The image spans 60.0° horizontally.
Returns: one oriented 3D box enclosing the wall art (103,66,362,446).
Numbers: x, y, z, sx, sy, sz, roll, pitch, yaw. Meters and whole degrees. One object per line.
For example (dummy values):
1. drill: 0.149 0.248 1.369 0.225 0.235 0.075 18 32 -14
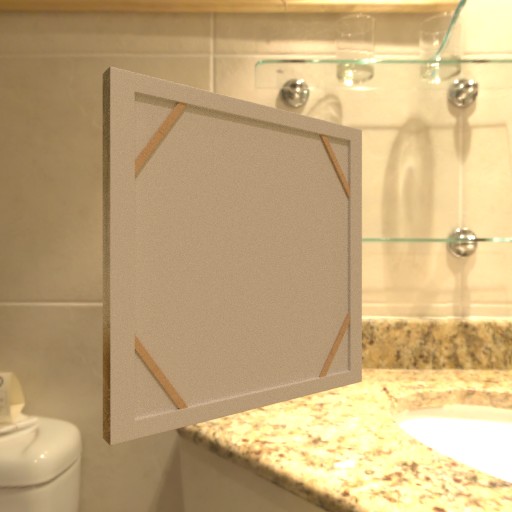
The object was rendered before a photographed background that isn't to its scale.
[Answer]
1. wall art: 0.000 0.000 0.907 0.610 0.610 0.038 0 0 -36
